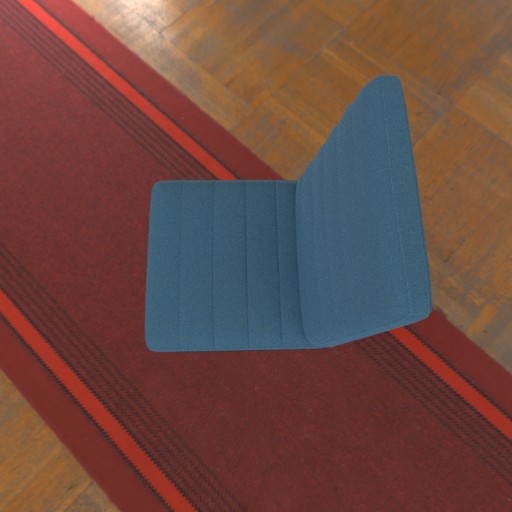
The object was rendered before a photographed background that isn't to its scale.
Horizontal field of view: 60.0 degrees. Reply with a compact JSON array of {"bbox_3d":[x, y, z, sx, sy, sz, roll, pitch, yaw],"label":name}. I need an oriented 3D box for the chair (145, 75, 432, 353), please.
[{"bbox_3d":[0.000,0.000,1.277,0.634,0.930,0.520,-1,73,0],"label":"chair"}]
